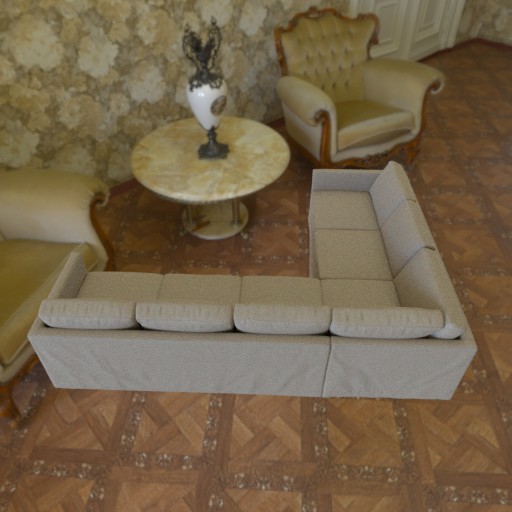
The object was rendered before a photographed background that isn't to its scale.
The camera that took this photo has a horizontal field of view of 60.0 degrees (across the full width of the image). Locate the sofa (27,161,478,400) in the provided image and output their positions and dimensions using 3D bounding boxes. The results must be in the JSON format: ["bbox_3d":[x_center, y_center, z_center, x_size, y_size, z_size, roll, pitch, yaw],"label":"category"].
[{"bbox_3d":[0.000,0.000,4.164,3.182,0.871,2.432,1,41,2],"label":"sofa"}]
